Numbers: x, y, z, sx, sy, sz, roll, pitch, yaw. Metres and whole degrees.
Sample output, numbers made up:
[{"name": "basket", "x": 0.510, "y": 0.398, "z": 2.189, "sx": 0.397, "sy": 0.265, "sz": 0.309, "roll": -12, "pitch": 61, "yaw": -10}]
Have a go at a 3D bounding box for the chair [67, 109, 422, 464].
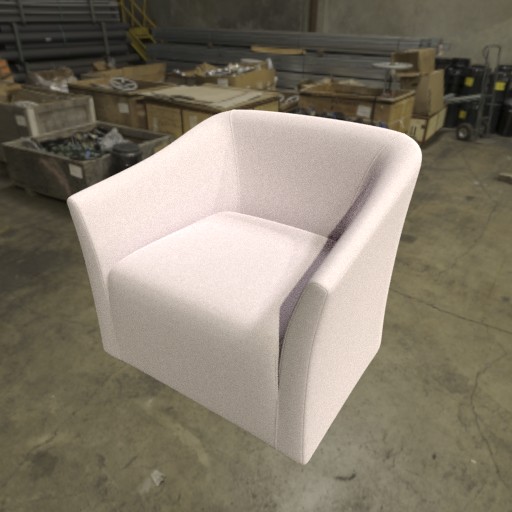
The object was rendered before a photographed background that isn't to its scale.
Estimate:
[{"name": "chair", "x": 0.000, "y": 0.000, "z": 1.353, "sx": 0.790, "sy": 0.720, "sz": 0.700, "roll": 18, "pitch": 34, "yaw": 29}]
